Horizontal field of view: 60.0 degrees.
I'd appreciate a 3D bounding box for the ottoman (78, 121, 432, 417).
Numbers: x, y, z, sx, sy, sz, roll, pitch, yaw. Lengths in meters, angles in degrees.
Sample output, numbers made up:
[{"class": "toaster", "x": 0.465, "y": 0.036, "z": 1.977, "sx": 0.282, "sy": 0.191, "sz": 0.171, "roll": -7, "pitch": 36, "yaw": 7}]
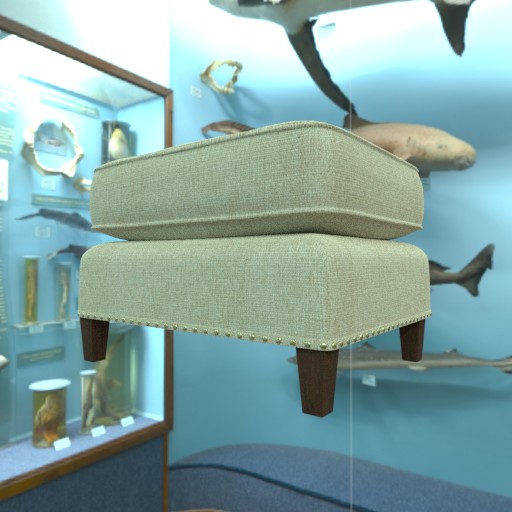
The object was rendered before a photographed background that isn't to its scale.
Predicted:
[{"class": "ottoman", "x": 0.000, "y": 0.000, "z": 1.154, "sx": 0.738, "sy": 0.537, "sz": 0.589, "roll": 0, "pitch": -1, "yaw": 37}]
